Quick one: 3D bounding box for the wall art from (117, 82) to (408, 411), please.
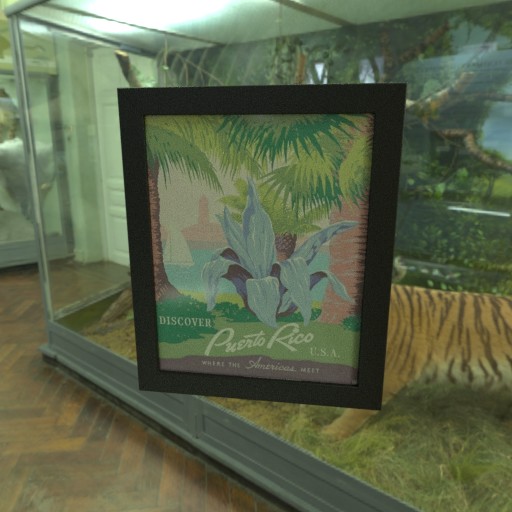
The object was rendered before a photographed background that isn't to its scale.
[{"bbox_3d":[0.000,0.000,0.806,0.481,0.582,0.018,2,15,8],"label":"wall art"}]
